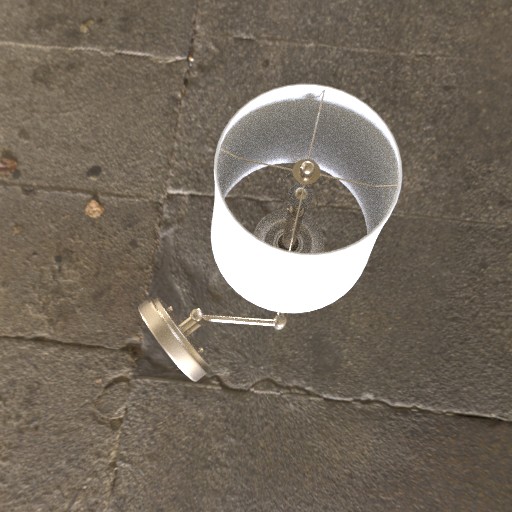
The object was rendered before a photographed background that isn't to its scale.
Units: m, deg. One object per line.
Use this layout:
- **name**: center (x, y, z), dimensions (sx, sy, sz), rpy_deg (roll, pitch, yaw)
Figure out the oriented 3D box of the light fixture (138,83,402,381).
- **light fixture**: center (0.000, 0.000, 0.589), dimensions (0.348, 0.381, 0.223), rpy_deg (-38, 79, -9)
